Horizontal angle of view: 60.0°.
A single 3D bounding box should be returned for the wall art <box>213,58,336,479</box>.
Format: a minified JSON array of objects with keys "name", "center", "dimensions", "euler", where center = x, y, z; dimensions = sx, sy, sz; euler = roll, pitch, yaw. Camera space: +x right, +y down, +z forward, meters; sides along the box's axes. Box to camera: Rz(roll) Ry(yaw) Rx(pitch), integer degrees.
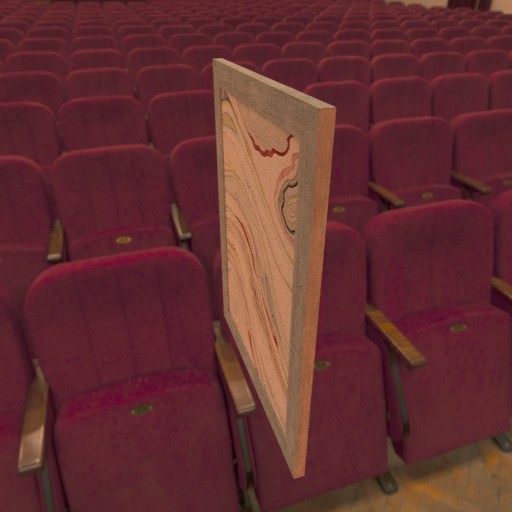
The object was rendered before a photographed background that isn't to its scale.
[{"name":"wall art","center":[0.000,0.000,0.807],"dimensions":[0.020,0.613,0.481],"euler":[-9,31,-15]}]
